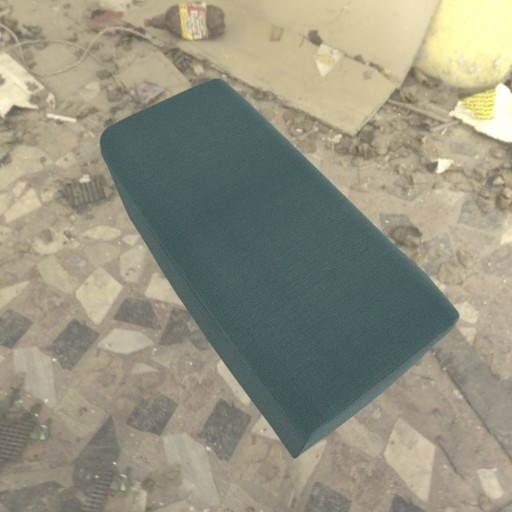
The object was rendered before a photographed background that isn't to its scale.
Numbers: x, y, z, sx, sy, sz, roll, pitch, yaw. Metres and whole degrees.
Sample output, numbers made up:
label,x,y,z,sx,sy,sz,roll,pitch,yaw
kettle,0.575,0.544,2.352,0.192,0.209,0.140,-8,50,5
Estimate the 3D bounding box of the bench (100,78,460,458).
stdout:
label,x,y,z,sx,sy,sz,roll,pitch,yaw
bench,0.000,0.000,1.284,0.476,0.474,0.995,-31,64,-17
